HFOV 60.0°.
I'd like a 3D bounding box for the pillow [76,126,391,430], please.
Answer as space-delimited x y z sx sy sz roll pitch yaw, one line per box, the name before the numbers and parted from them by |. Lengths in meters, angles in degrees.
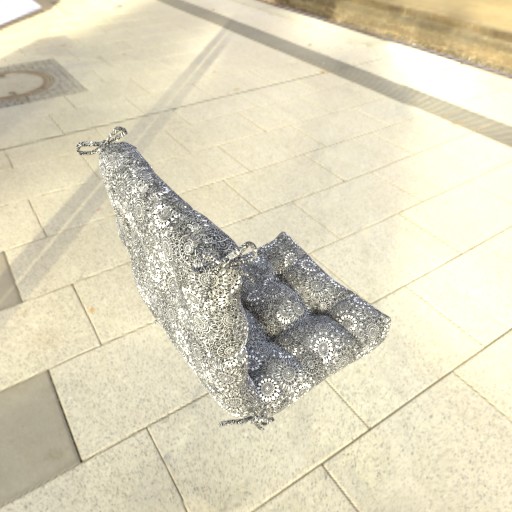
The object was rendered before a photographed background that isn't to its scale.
pillow | 0.000 0.000 1.061 0.571 0.605 0.519 -25 47 -26
